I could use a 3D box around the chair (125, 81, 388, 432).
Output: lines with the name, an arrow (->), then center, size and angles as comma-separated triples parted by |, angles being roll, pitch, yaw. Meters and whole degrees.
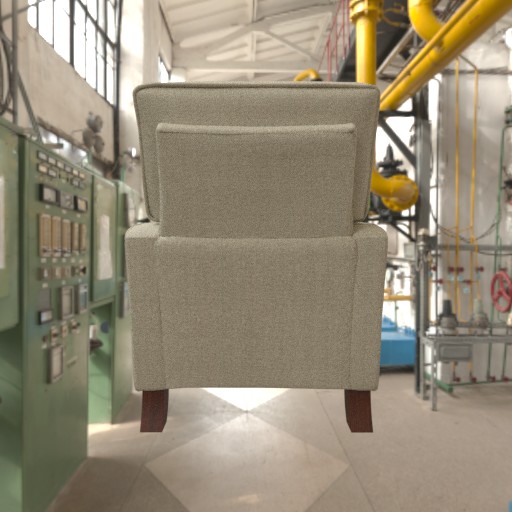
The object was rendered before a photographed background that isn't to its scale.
chair -> 0.000, 0.000, 1.390 | 0.648, 0.888, 0.754 | 0, 1, 0
